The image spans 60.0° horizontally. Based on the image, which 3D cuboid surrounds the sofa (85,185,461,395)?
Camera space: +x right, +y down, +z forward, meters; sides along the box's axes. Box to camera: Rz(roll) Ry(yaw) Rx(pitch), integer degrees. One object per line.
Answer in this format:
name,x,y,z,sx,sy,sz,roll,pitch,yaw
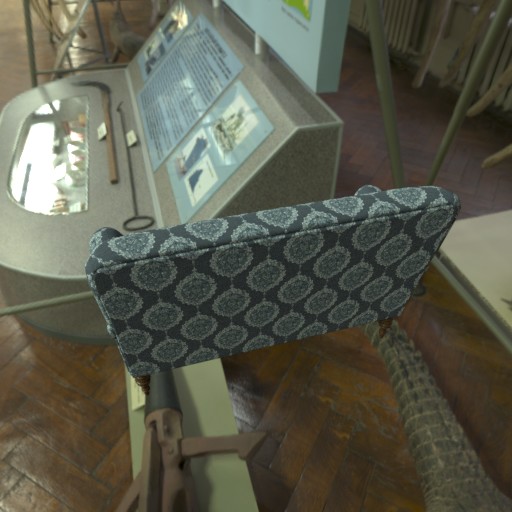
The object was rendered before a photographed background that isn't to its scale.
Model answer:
sofa,0.000,0.000,1.850,1.297,0.867,0.779,-11,42,-12
